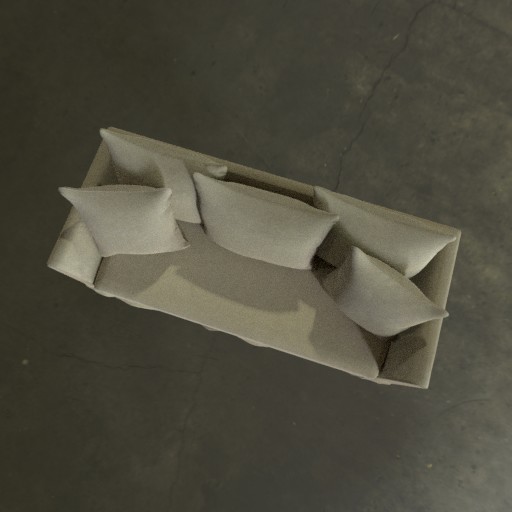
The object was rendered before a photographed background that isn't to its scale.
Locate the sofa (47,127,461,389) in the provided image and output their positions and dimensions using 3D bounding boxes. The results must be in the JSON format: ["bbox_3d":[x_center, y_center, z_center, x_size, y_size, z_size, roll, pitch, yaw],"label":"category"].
[{"bbox_3d":[0.000,0.000,2.835,2.290,1.034,1.031,17,76,4],"label":"sofa"}]
